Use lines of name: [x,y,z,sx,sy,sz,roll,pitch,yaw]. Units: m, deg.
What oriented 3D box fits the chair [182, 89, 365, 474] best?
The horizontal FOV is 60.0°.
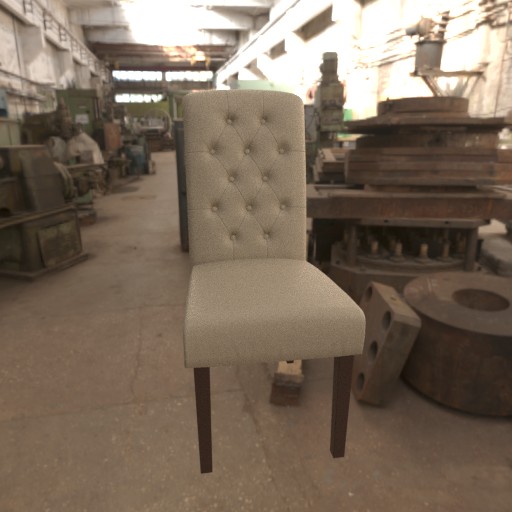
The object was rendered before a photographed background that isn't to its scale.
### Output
chair: [0.000,0.000,1.373,0.456,1.006,0.671,-3,17,-9]
